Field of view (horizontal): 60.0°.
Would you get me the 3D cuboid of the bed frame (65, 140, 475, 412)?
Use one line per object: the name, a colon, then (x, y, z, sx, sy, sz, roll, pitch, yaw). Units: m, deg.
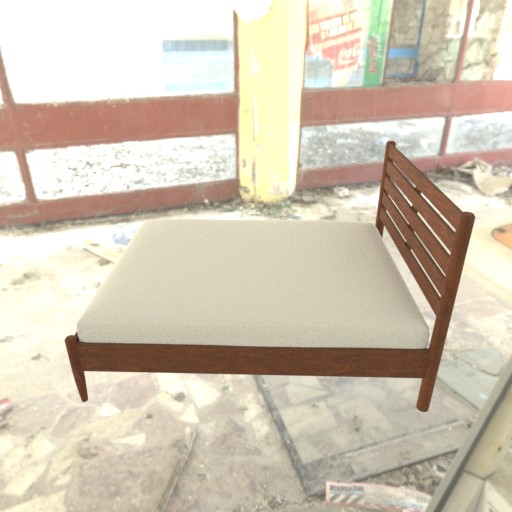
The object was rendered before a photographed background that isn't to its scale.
bed frame: (0.000, 0.000, 3.240, 2.234, 1.321, 1.655, 1, 27, 2)
